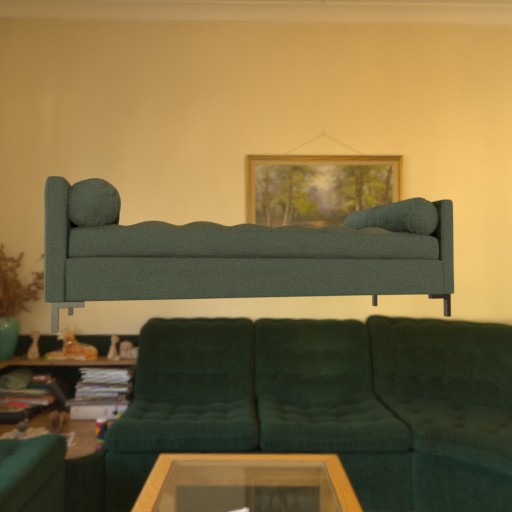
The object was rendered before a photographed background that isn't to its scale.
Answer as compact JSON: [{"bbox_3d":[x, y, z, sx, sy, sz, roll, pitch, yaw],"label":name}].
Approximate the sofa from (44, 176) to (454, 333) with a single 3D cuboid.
[{"bbox_3d":[0.000,0.000,2.534,2.130,0.681,0.817,1,-2,-18],"label":"sofa"}]
